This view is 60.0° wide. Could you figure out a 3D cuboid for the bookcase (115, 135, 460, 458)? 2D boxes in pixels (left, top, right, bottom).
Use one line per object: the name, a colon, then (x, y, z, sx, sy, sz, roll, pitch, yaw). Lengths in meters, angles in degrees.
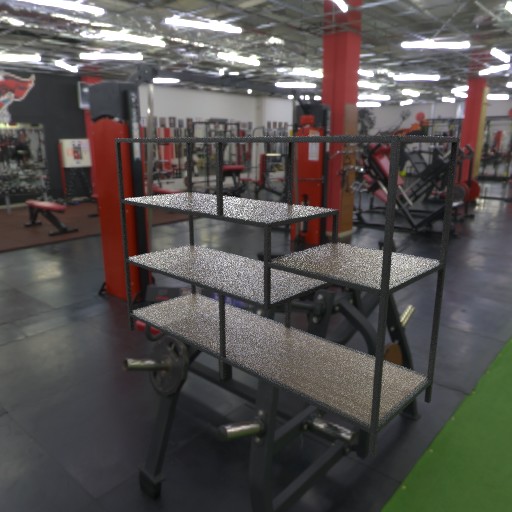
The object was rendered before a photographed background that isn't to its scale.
bookcase: (0.000, 0.000, 1.512, 1.140, 0.780, 0.350, 13, 19, 42)
